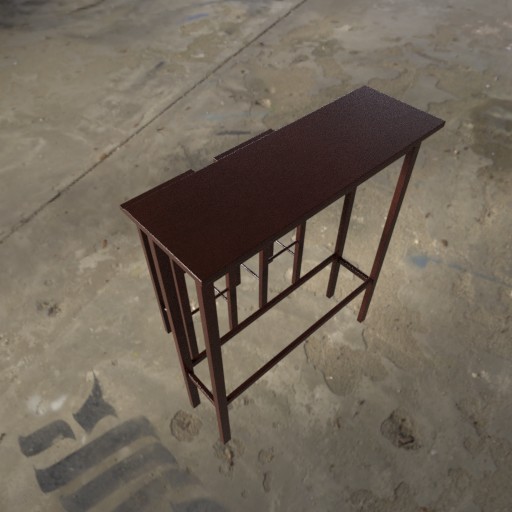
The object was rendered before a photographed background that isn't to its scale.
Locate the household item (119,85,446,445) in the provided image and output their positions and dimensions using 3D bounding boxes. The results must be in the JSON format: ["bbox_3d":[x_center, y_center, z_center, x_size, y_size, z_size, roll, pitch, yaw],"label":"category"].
[{"bbox_3d":[0.000,0.000,1.674,0.914,1.067,0.676,-34,56,-27],"label":"household item"}]
